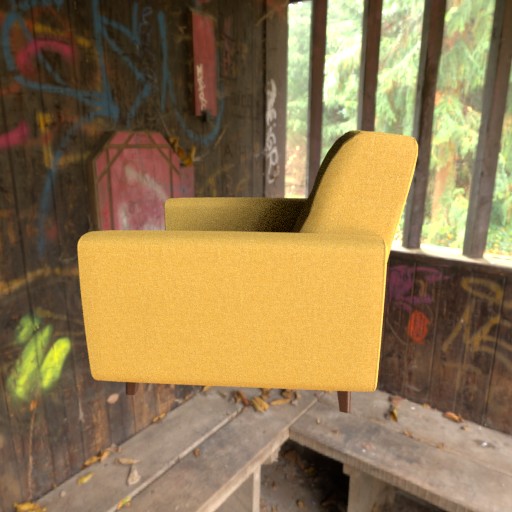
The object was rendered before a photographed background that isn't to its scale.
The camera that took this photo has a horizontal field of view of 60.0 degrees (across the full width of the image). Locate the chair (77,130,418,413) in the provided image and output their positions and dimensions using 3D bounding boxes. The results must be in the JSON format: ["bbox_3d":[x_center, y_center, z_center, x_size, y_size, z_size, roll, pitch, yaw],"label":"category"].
[{"bbox_3d":[0.000,0.000,1.542,0.909,0.841,0.831,2,15,8],"label":"chair"}]
